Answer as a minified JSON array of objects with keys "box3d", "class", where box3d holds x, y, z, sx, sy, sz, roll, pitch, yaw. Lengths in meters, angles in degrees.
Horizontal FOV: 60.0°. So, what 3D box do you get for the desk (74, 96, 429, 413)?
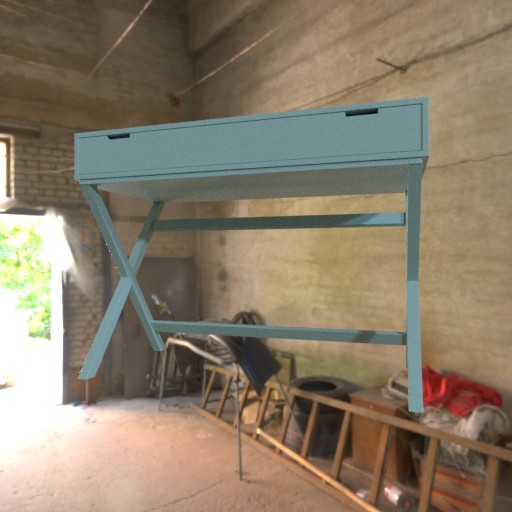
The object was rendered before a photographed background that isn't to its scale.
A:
[{"box3d":[0.000,0.000,1.491,1.059,0.780,0.509,0,-1,18],"class":"desk"}]
